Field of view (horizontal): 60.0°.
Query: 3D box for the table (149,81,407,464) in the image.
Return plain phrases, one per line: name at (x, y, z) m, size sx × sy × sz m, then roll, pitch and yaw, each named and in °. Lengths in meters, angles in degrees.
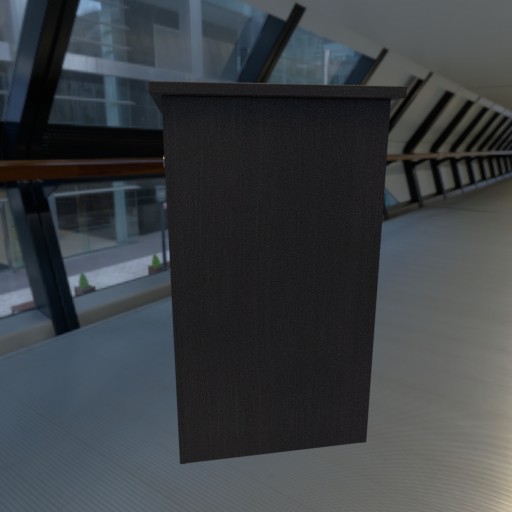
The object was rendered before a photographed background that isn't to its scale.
table at (0.000, 0.000, 0.946) m, size 0.381 × 0.635 × 0.480 m, roll -2°, pitch 15°, yaw -9°
